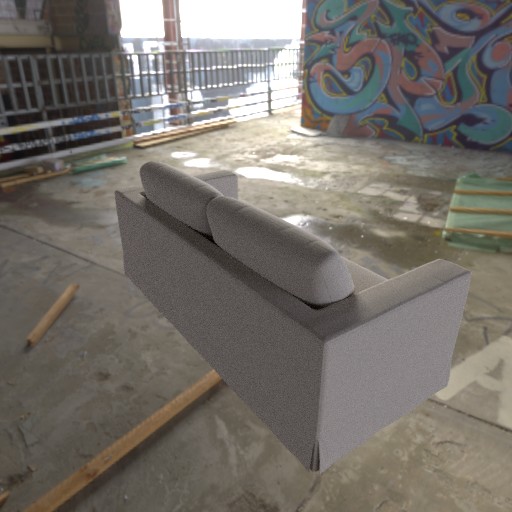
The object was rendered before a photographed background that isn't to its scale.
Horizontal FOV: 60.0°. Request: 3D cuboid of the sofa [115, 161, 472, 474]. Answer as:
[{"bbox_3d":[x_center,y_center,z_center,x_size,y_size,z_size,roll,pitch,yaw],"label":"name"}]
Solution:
[{"bbox_3d":[0.000,0.000,2.653,0.954,0.881,2.163,-17,31,-31],"label":"sofa"}]
